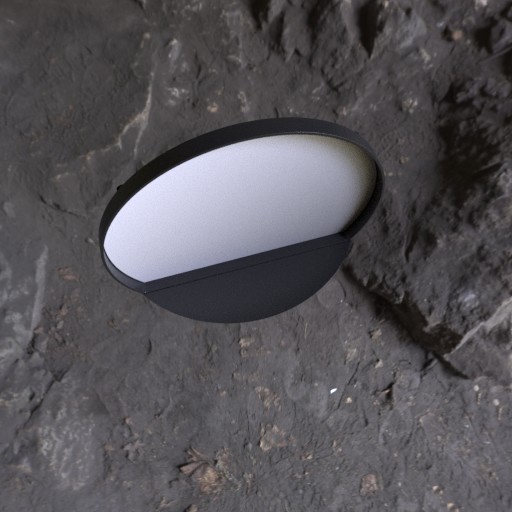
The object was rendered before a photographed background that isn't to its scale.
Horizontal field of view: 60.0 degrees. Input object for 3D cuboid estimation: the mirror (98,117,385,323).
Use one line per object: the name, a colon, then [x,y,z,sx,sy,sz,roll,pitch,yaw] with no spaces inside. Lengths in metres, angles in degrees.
mirror: [0.000,0.000,0.699,0.457,0.457,0.133,-14,64,-7]
